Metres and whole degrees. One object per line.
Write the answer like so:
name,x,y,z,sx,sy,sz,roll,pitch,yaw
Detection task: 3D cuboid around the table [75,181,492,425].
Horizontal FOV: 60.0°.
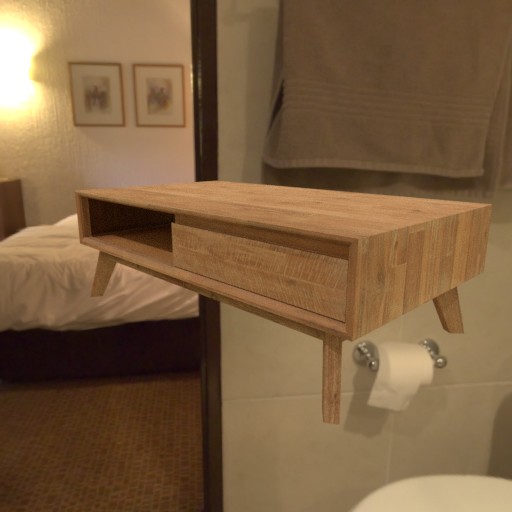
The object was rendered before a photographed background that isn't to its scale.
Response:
table,0.000,0.000,1.986,0.918,0.531,1.619,-13,19,-43
